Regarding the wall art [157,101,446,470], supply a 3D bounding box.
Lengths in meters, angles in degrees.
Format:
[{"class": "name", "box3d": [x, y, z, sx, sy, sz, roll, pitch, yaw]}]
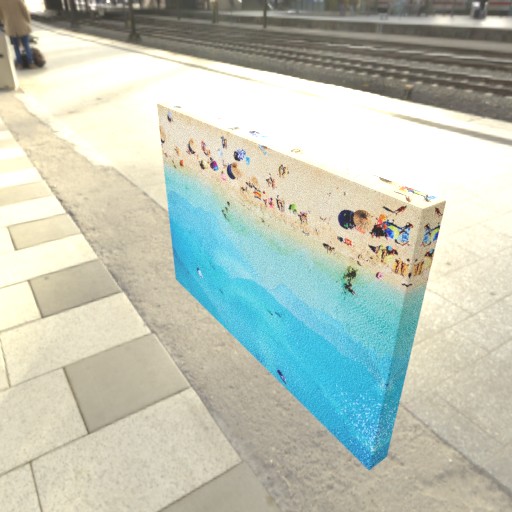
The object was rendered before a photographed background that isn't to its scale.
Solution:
[{"class": "wall art", "box3d": [0.000, 0.000, 1.104, 0.057, 0.595, 0.894, -20, 35, -30]}]
